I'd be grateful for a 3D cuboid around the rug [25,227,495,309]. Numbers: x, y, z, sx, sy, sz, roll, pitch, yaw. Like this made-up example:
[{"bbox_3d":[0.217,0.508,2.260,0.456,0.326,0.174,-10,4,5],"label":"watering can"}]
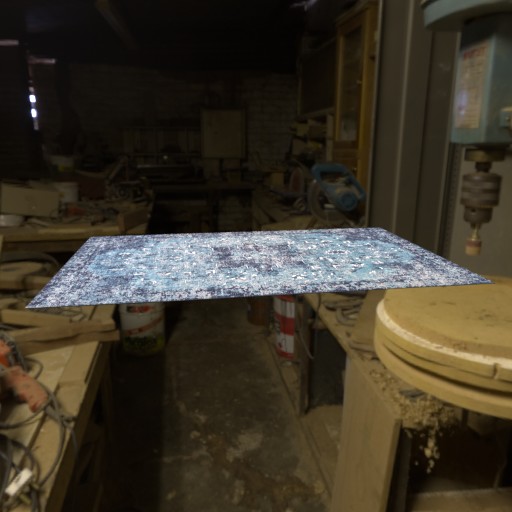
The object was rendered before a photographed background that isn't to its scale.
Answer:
[{"bbox_3d":[0.000,0.000,2.991,2.440,0.007,1.525,-2,16,-8],"label":"rug"}]
